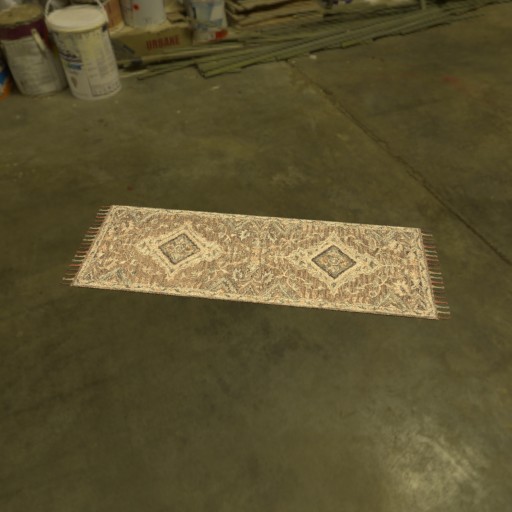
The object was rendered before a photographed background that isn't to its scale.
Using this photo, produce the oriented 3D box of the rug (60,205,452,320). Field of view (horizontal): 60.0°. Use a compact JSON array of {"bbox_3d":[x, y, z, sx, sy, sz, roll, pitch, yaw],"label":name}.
[{"bbox_3d":[0.000,0.000,2.792,2.378,0.018,1.324,17,49,15],"label":"rug"}]
